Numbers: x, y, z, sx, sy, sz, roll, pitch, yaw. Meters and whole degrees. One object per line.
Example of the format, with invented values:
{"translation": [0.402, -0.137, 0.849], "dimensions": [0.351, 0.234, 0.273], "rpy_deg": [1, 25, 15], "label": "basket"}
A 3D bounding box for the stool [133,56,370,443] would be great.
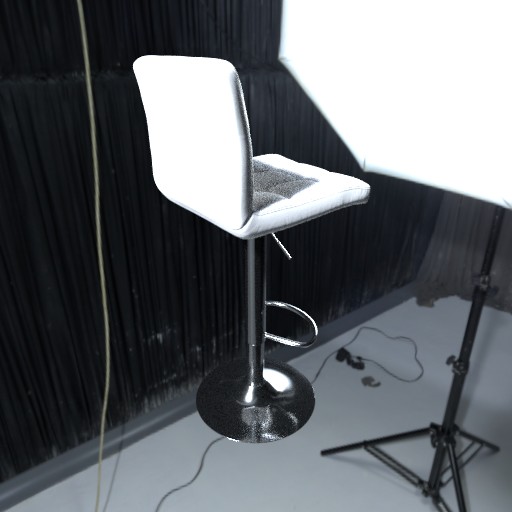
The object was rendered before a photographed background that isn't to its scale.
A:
{"translation": [0.000, 0.000, 1.350], "dimensions": [0.505, 1.115, 0.430], "rpy_deg": [-18, 31, -33], "label": "stool"}
